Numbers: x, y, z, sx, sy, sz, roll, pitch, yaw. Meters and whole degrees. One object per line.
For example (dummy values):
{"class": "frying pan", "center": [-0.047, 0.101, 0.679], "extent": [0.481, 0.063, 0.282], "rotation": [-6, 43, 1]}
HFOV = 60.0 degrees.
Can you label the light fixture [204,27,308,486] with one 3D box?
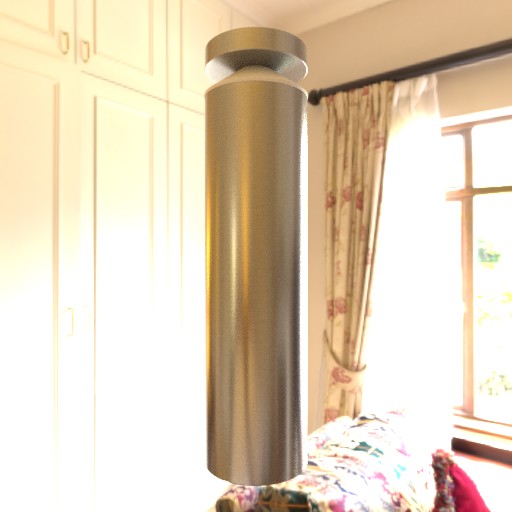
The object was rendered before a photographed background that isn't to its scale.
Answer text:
{"class": "light fixture", "center": [0.000, 0.000, 0.436], "extent": [0.102, 0.400, 0.102], "rotation": [0, 0, -1]}
